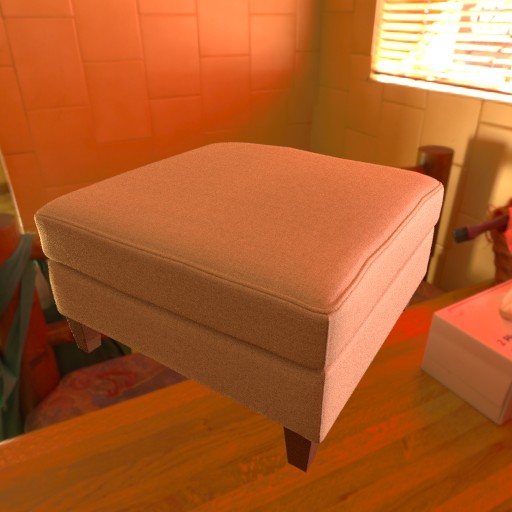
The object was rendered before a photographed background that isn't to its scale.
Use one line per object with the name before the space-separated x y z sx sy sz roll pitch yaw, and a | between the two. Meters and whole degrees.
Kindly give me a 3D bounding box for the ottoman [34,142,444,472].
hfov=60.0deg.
ottoman | 0.000 0.000 1.309 0.838 0.503 0.838 17 32 29
